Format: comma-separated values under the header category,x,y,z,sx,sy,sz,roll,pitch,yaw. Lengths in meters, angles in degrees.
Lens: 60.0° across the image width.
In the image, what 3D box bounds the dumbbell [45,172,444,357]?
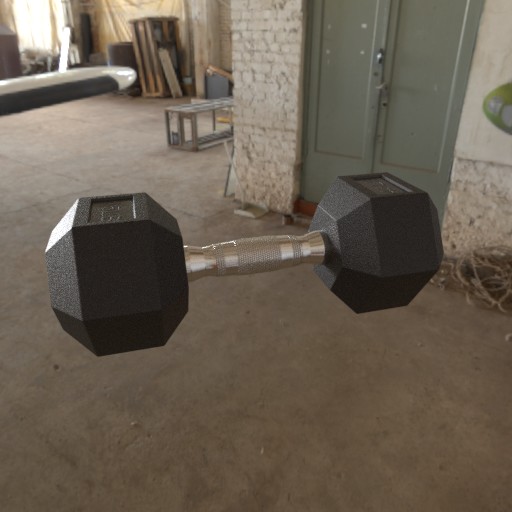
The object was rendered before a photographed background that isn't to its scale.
category,x,y,z,sx,sy,sz,roll,pitch,yaw
dumbbell,0.000,0.000,0.426,0.356,0.123,0.141,-7,27,-14
